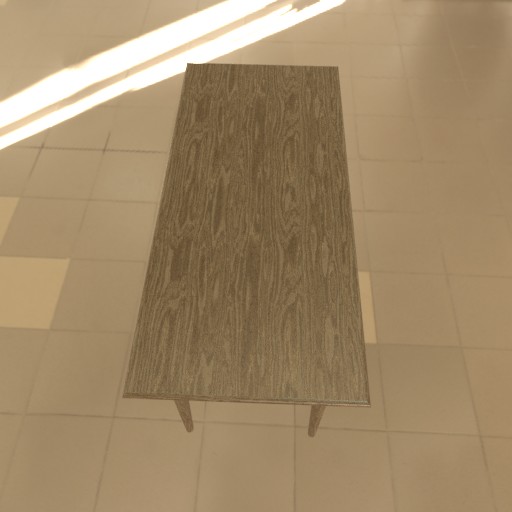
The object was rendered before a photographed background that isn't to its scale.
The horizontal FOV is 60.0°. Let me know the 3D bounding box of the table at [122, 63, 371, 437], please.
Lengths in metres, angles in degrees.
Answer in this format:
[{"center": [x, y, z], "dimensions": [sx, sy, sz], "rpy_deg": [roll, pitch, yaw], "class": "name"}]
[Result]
[{"center": [0.000, 0.000, 1.731], "dimensions": [0.599, 0.780, 1.300], "rpy_deg": [2, 58, 1], "class": "table"}]
